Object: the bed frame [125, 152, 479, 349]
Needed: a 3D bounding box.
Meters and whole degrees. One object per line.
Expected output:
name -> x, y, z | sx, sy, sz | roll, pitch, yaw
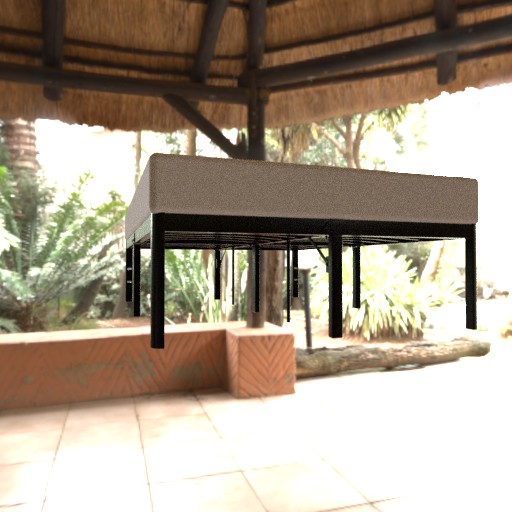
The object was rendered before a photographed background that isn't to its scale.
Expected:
bed frame -> 0.000, 0.000, 2.612 | 1.408, 0.659, 1.956 | 0, -1, -19
